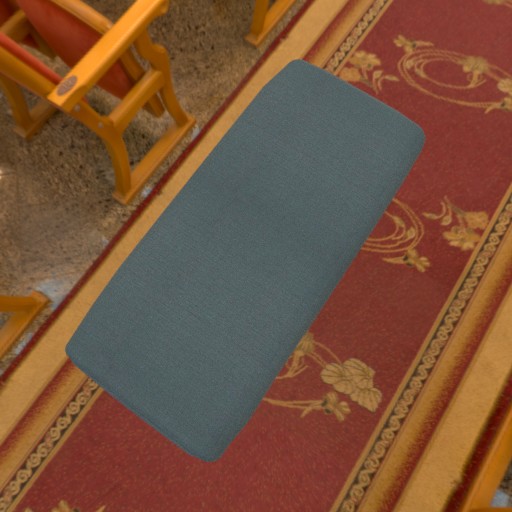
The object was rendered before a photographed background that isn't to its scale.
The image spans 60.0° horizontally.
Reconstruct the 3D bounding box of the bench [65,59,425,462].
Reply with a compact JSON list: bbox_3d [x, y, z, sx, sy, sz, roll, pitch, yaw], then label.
[{"bbox_3d":[0.000,0.000,1.284,0.476,0.474,0.995,34,77,9],"label":"bench"}]
